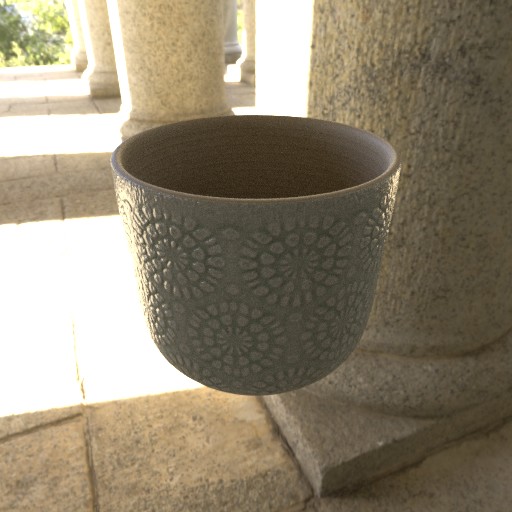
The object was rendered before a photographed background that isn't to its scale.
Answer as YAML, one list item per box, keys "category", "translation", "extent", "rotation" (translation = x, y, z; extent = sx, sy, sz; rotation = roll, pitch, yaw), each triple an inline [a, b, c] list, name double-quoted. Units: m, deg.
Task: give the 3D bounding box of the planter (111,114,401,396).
- category: "planter"
  translation: [0.000, 0.000, 0.305]
  extent: [0.169, 0.153, 0.169]
  rotation: [0, 30, 0]
